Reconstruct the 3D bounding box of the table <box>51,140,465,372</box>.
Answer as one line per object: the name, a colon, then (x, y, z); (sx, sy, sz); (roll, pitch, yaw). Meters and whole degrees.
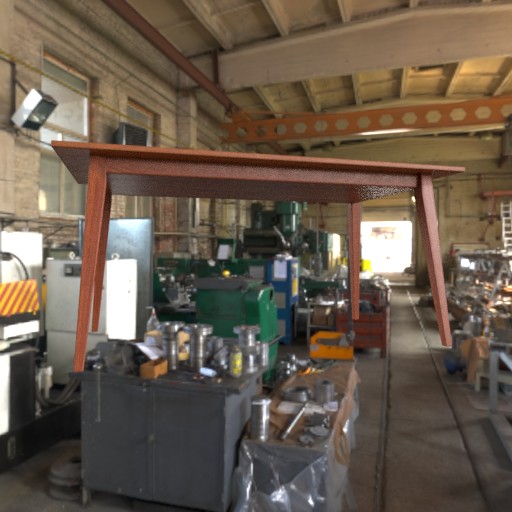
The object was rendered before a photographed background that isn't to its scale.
table: (0.000, 0.000, 2.042); (1.609, 0.755, 0.811); (0, 0, -16)
